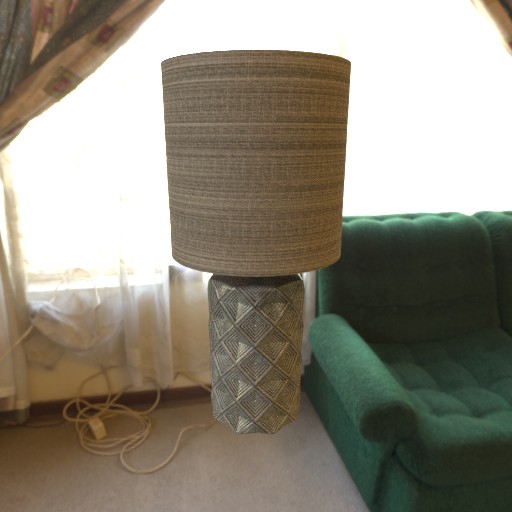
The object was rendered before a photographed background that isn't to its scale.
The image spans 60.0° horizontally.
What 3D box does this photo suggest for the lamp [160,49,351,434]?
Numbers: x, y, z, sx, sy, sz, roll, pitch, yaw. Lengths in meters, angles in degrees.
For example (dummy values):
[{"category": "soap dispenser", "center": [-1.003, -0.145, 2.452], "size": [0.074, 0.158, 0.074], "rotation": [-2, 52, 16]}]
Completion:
[{"category": "lamp", "center": [0.000, 0.000, 0.712], "size": [0.269, 0.566, 0.268], "rotation": [-8, 17, -26]}]
